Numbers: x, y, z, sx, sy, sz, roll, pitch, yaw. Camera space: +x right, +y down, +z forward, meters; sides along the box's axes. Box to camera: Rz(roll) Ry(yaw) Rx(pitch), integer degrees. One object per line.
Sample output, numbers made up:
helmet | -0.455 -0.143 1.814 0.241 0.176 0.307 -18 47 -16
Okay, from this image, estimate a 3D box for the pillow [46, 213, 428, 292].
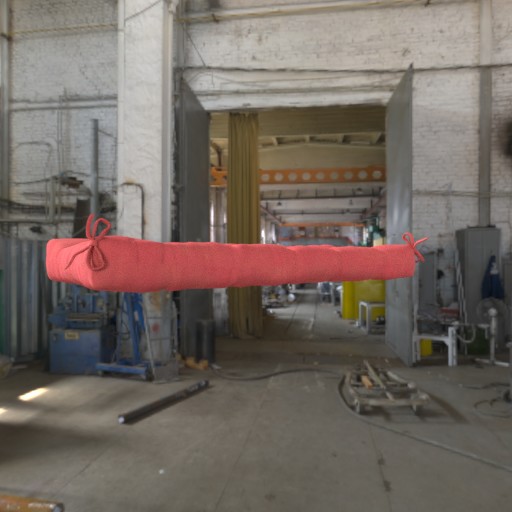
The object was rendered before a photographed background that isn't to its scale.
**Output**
pillow | 0.000 0.000 1.373 1.194 0.174 0.511 0 0 -36
